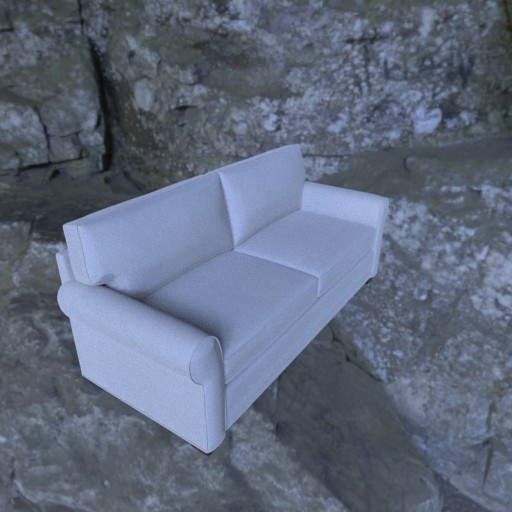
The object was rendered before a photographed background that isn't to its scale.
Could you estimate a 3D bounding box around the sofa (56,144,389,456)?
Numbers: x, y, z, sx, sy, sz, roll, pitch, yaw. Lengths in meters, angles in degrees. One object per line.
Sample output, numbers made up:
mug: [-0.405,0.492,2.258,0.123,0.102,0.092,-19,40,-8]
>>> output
sofa: [0.000,0.000,2.682,0.901,0.962,2.146,17,31,30]
